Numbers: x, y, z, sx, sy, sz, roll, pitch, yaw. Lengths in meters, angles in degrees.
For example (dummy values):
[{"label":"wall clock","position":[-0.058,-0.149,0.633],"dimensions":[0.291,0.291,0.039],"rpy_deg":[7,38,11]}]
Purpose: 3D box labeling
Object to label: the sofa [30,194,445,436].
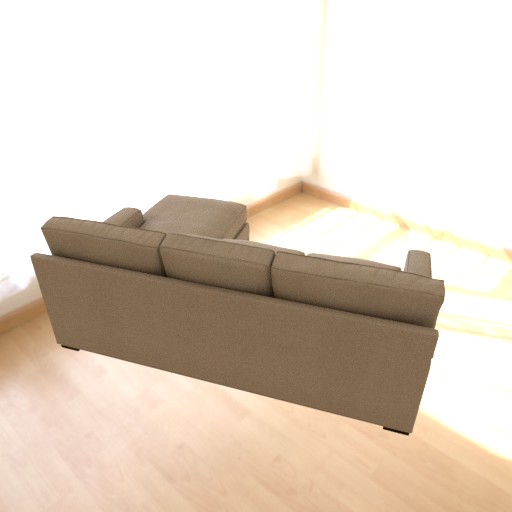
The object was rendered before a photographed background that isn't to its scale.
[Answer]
[{"label":"sofa","position":[0.000,0.000,2.832],"dimensions":[2.087,0.861,1.496],"rpy_deg":[10,33,15]}]
